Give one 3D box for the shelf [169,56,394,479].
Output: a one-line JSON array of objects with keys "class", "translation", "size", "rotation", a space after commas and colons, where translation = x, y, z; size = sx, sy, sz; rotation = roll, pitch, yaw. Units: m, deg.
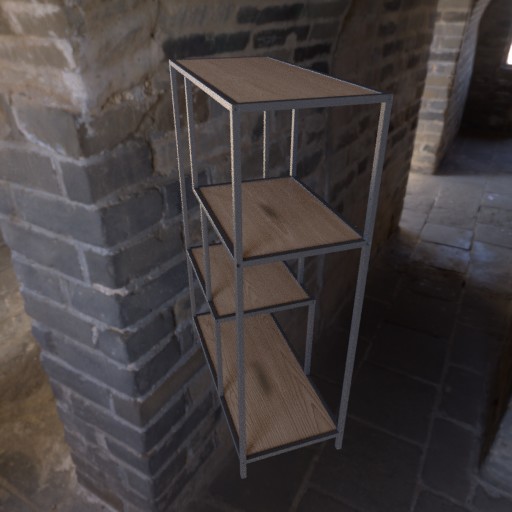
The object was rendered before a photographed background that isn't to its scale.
[{"class": "shelf", "translation": [0.000, 0.000, 1.477], "size": [0.350, 1.138, 0.770], "rotation": [-9, 31, -16]}]
